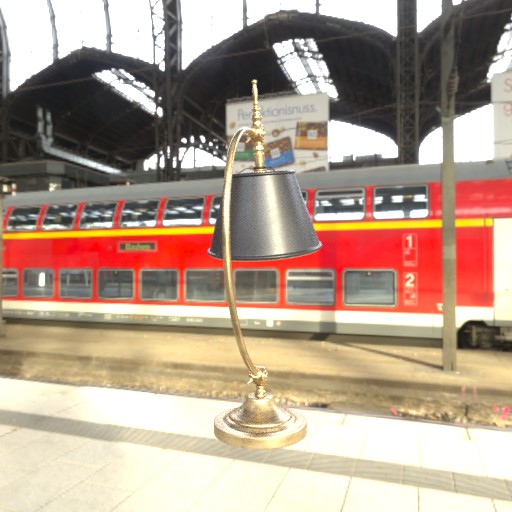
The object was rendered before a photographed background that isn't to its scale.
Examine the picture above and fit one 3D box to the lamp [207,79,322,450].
[{"bbox_3d":[0.000,0.000,0.853,0.235,0.675,0.344,0,-1,18],"label":"lamp"}]
